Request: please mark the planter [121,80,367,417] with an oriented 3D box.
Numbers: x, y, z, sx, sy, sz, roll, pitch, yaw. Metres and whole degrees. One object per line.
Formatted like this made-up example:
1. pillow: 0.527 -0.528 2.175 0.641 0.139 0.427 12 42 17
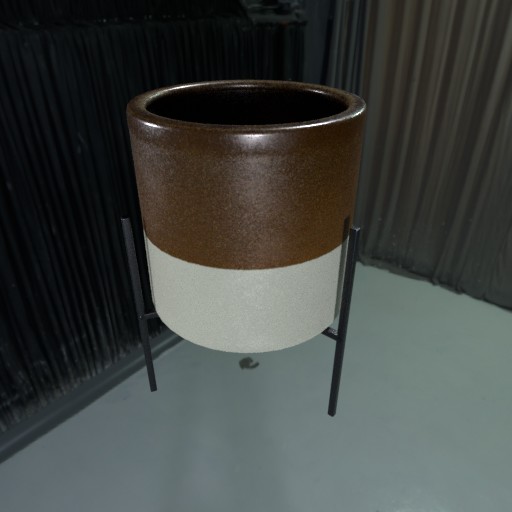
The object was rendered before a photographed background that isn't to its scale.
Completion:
1. planter: 0.000 0.000 0.553 0.269 0.375 0.255 22 37 33
